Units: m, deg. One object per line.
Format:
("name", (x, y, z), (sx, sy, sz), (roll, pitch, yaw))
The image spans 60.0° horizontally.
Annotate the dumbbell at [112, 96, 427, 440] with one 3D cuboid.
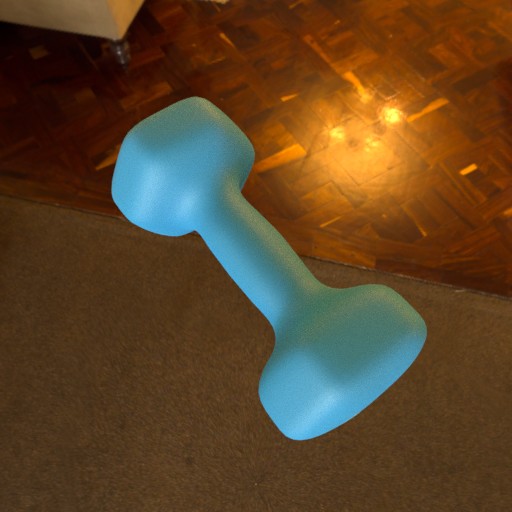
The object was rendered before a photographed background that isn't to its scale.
("dumbbell", (0.000, 0.000, 0.195), (0.074, 0.066, 0.152), (-33, 67, -16))
